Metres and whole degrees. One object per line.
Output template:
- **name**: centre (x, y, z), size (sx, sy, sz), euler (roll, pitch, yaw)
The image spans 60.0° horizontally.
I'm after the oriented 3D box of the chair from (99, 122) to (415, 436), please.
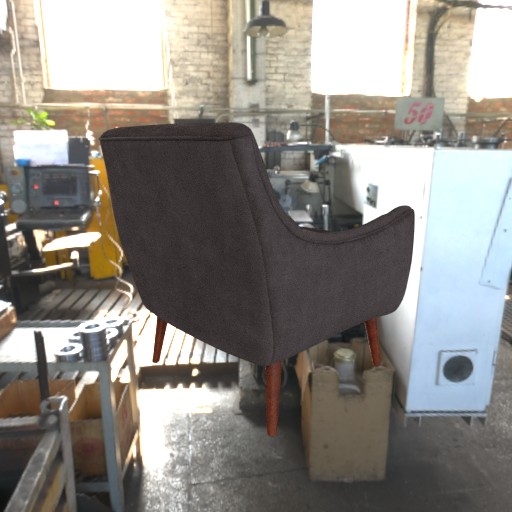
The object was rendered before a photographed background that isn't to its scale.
- **chair**: centre (0.000, 0.000, 1.495), size (0.787, 0.838, 0.762), euler (-14, 20, -43)
